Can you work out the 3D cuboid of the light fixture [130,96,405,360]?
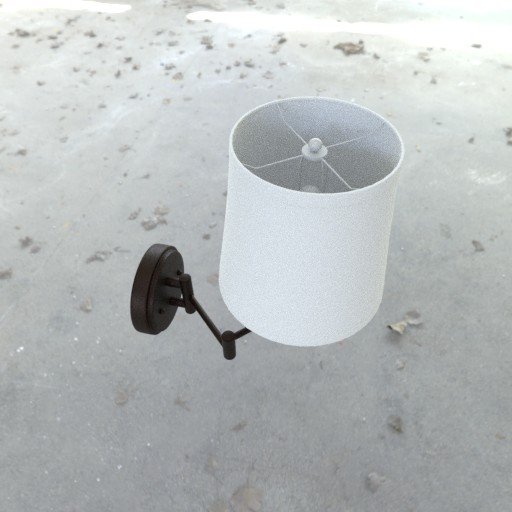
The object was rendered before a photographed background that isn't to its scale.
[{"bbox_3d":[0.000,0.000,0.270,0.157,0.172,0.100,10,48,9],"label":"light fixture"}]
